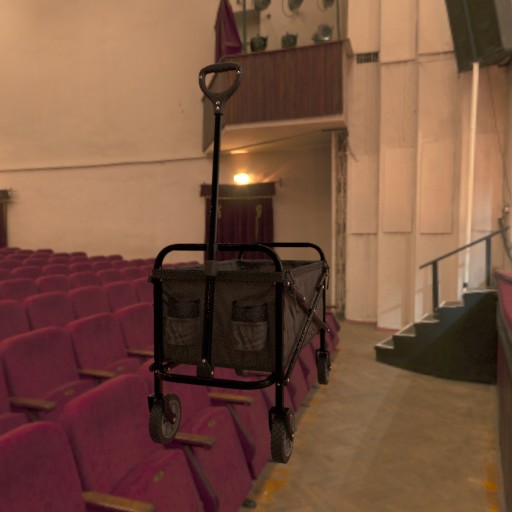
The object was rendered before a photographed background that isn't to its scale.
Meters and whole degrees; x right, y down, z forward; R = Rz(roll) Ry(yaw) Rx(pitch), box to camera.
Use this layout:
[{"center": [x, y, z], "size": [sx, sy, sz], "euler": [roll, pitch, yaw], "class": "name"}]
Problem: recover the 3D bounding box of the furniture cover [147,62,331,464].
[{"center": [0.000, 0.000, 1.832], "size": [0.532, 1.295, 1.038], "euler": [1, 2, 18], "class": "furniture cover"}]
